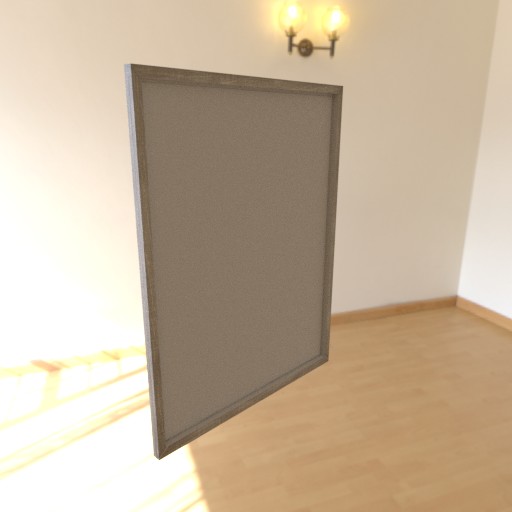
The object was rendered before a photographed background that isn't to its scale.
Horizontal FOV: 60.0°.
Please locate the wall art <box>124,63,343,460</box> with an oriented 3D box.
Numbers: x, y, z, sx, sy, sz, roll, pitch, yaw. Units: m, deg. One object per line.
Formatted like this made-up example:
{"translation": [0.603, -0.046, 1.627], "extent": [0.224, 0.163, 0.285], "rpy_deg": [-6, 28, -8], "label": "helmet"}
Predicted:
{"translation": [0.000, 0.000, 1.361], "extent": [0.781, 1.022, 0.035], "rpy_deg": [-16, 22, -43], "label": "wall art"}
